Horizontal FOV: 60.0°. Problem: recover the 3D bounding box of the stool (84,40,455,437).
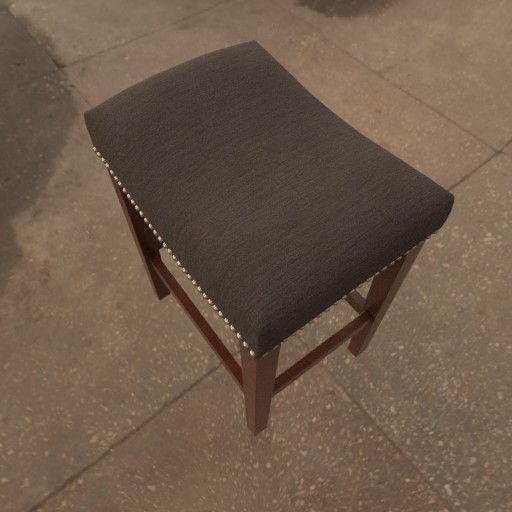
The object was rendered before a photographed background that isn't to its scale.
[{"bbox_3d":[0.000,0.000,0.938,0.372,0.654,0.504,-32,63,-19],"label":"stool"}]
